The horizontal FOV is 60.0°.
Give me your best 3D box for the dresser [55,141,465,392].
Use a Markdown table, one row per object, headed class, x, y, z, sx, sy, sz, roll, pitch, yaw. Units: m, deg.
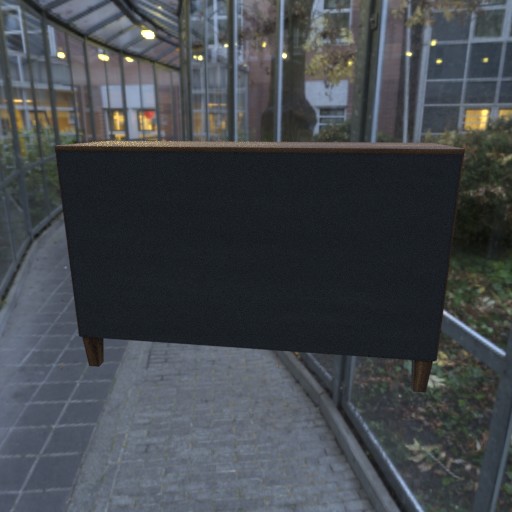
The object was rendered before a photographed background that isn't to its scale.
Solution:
| class | x | y | z | sx | sy | sz | roll | pitch | yaw |
| --- | --- | --- | --- | --- | --- | --- | --- | --- | --- |
| dresser | 0.000 | 0.000 | 1.820 | 1.387 | 0.892 | 0.438 | 2 | 17 | 8 |
